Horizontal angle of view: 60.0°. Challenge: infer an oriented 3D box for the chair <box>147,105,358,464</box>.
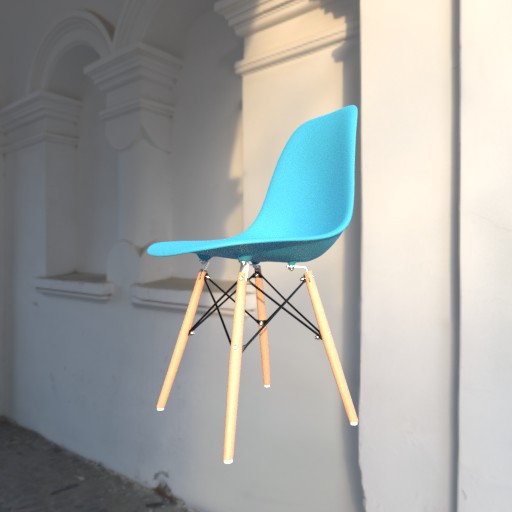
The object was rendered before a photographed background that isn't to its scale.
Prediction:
[{"bbox_3d":[0.000,0.000,1.142,0.531,0.826,0.470,0,1,-34],"label":"chair"}]
